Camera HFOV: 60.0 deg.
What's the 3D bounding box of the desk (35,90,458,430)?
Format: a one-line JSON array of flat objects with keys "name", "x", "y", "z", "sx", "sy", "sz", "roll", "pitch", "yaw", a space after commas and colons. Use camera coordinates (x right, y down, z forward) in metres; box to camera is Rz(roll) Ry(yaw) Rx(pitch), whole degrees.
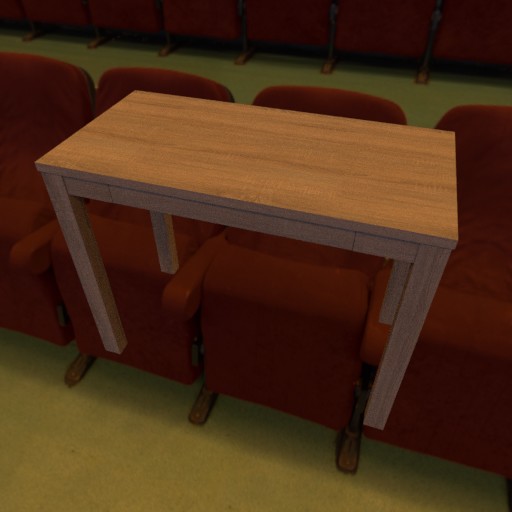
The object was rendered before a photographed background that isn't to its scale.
[{"name": "desk", "x": 0.000, "y": 0.000, "z": 1.409, "sx": 0.991, "sy": 0.762, "sz": 0.495, "roll": 12, "pitch": 43, "yaw": 13}]
